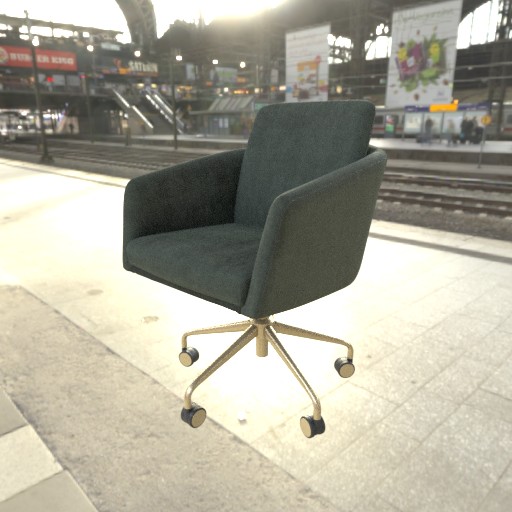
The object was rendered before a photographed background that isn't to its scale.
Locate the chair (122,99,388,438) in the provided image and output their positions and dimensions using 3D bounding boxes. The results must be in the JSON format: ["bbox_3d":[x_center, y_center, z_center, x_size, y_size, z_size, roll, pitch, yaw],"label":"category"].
[{"bbox_3d":[0.000,0.000,1.347,0.641,0.908,0.635,15,22,41],"label":"chair"}]
